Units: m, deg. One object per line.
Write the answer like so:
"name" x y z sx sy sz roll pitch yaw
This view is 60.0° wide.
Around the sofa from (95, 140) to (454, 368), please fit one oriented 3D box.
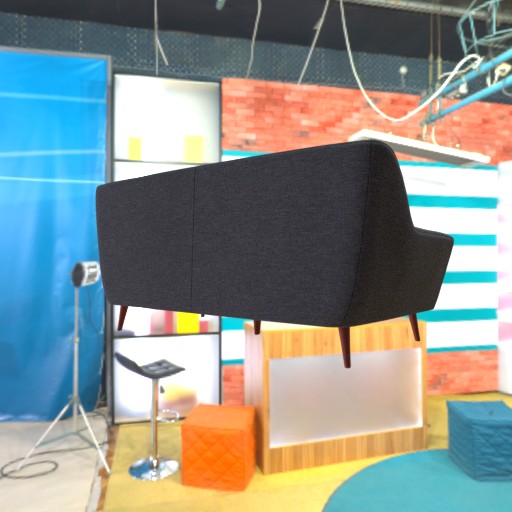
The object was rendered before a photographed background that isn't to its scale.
"sofa" 0.000 0.000 2.522 1.929 0.896 0.975 0 0 37
